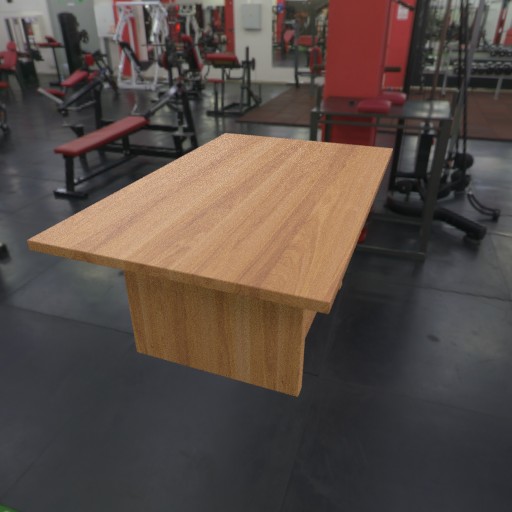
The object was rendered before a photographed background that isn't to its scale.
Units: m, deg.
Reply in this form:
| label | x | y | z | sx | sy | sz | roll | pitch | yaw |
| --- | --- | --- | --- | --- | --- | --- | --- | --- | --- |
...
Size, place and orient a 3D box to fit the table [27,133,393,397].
| label | x | y | z | sx | sy | sz | roll | pitch | yaw |
| --- | --- | --- | --- | --- | --- | --- | --- | --- | --- |
| table | 0.000 | 0.000 | 1.474 | 0.700 | 0.510 | 1.100 | 10 | 30 | 18 |
